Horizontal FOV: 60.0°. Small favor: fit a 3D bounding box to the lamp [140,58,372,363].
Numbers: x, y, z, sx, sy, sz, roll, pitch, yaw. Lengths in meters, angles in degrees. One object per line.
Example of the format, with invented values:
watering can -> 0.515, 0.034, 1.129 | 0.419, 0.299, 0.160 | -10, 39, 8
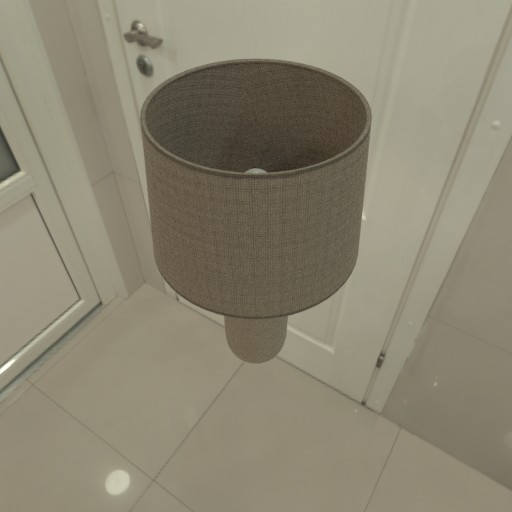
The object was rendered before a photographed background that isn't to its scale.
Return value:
lamp -> 0.000, 0.000, 0.841 | 0.367, 0.609, 0.367 | 0, 47, 0
